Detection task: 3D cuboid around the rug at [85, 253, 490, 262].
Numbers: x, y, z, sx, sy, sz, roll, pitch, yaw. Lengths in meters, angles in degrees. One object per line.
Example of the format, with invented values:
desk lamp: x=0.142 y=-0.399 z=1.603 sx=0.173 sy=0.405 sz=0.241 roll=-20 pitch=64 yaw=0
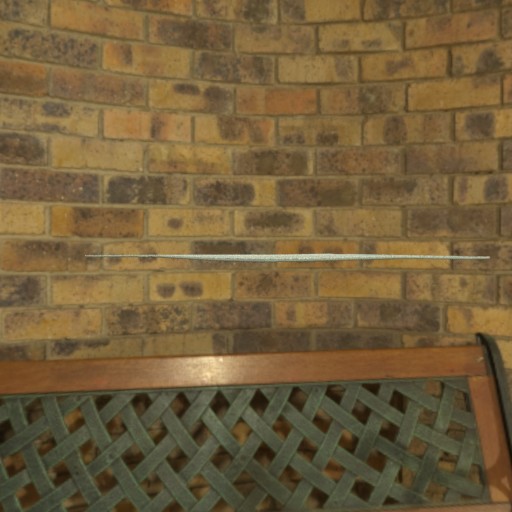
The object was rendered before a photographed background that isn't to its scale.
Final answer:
rug: x=0.000 y=0.000 z=5.192 sx=2.802 sy=0.052 sz=4.078 roll=0 pitch=1 yaw=-36
